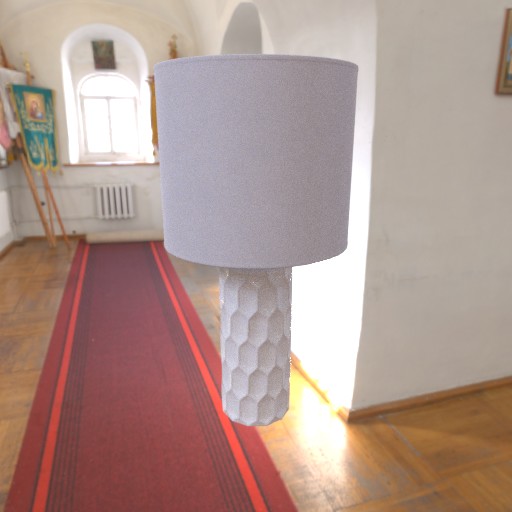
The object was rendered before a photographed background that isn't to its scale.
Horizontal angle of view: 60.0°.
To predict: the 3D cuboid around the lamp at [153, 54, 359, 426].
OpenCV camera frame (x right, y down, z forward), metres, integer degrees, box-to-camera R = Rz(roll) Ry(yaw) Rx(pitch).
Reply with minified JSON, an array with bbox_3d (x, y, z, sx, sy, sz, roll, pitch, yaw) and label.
[{"bbox_3d":[0.000,0.000,0.687,0.277,0.537,0.277,8,18,26],"label":"lamp"}]
